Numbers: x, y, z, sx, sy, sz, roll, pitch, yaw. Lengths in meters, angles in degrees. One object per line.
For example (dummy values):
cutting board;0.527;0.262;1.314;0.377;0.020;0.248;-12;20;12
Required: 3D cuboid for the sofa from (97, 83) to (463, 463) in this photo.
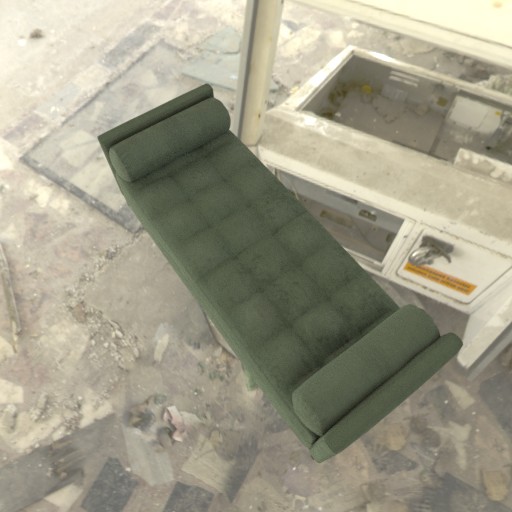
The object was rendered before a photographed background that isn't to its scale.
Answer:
sofa;0.000;0.000;2.541;0.817;0.681;2.130;-33;66;-16
